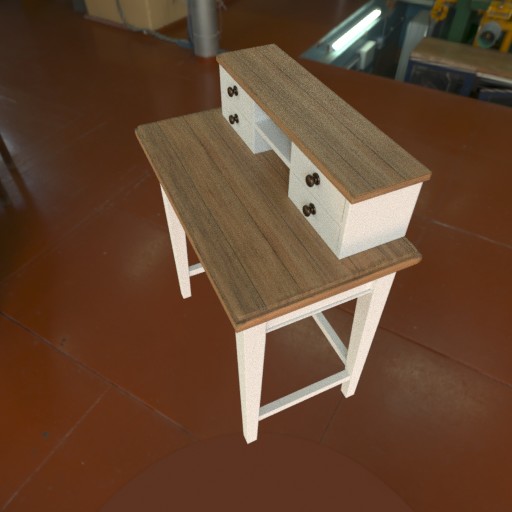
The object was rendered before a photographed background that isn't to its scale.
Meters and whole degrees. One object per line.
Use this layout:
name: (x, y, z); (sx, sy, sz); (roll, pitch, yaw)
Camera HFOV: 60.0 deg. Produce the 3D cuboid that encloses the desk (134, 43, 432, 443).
desk: (0.000, 0.000, 1.408); (0.462, 0.981, 0.814); (-19, 49, -17)
